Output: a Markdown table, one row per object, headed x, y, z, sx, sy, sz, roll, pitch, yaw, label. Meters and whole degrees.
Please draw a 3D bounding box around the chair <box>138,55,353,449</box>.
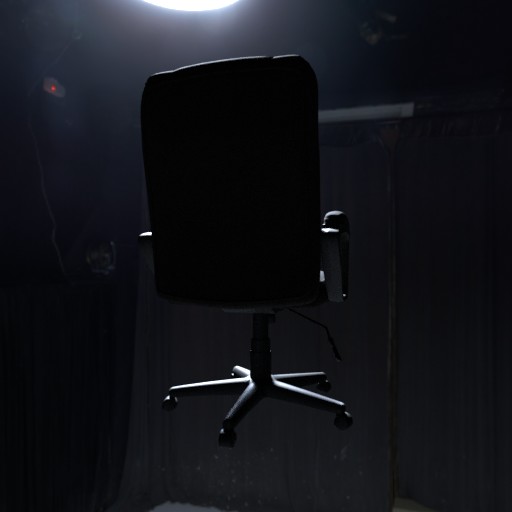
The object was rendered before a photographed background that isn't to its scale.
| x | y | z | sx | sy | sz | roll | pitch | yaw | label |
| --- | --- | --- | --- | --- | --- | --- | --- | --- | --- |
| 0.000 | 0.000 | 1.550 | 0.667 | 1.105 | 0.724 | 0 | -1 | 17 | chair |
